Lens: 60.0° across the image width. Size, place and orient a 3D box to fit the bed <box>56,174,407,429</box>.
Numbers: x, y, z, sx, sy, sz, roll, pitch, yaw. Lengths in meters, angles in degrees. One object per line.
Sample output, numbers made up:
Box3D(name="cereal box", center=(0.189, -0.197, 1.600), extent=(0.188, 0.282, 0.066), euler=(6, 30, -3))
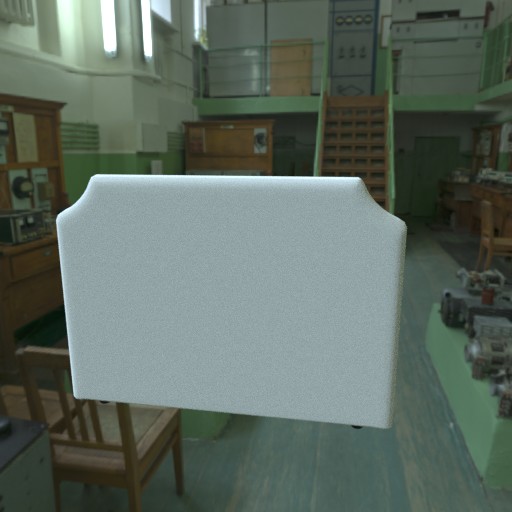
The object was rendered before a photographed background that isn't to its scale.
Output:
Box3D(name="bed", center=(0.000, 0.000, 3.843), extent=(2.134, 1.524, 2.548), euler=(2, 14, 9))
